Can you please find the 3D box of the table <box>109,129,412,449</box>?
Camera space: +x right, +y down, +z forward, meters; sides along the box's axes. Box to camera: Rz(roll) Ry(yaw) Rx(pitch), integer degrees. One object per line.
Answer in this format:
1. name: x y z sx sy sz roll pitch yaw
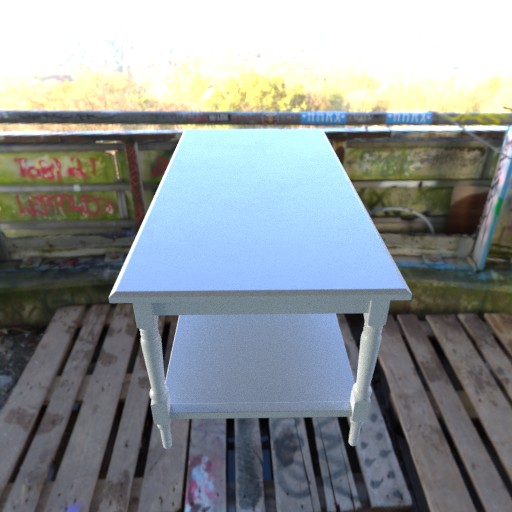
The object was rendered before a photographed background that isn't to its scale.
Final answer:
1. table: 0.000 0.000 1.405 0.551 0.506 1.109 -1 31 -1
